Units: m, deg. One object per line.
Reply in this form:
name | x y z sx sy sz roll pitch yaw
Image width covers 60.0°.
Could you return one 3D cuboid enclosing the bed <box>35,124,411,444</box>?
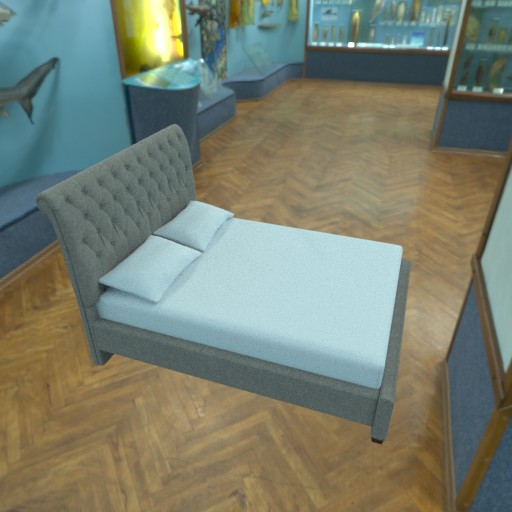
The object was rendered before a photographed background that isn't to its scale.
bed | 0.000 0.000 3.333 2.252 1.371 1.645 11 33 17
